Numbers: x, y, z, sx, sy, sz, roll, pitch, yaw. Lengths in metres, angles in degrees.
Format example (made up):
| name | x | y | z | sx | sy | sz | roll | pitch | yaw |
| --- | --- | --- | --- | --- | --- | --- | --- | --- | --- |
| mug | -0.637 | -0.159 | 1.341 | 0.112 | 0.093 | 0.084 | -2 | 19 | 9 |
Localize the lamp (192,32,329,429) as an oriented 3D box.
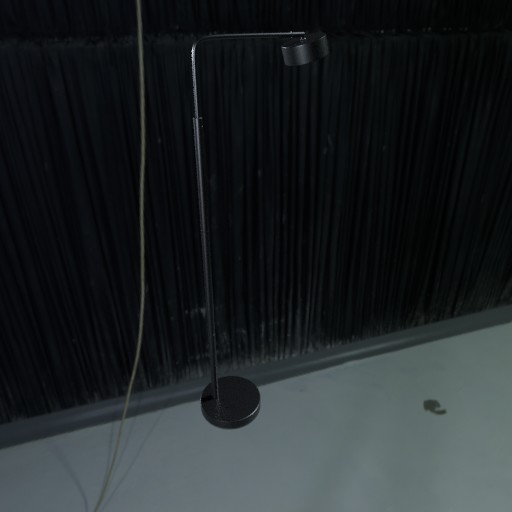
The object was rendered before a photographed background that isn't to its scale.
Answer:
| name | x | y | z | sx | sy | sz | roll | pitch | yaw |
| --- | --- | --- | --- | --- | --- | --- | --- | --- | --- |
| lamp | 0.000 | 0.000 | 1.369 | 0.418 | 1.230 | 0.219 | -10 | 31 | -18 |
